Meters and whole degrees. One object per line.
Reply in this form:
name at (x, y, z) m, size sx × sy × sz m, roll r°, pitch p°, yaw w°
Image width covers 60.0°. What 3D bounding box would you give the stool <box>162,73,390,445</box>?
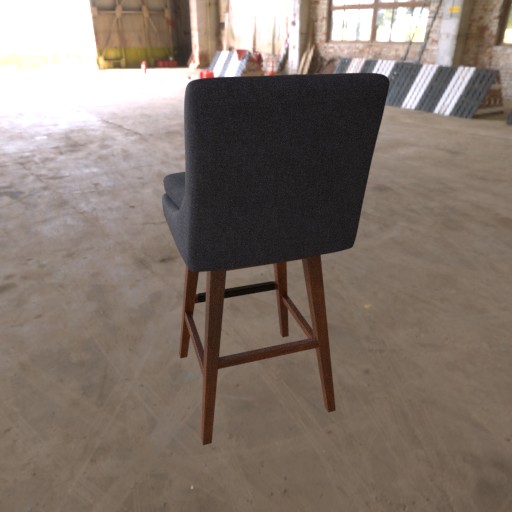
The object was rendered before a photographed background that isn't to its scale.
stool at (0.000, 0.000, 1.351) m, size 0.489 × 1.068 × 0.572 m, roll -8°, pitch 28°, yaw -16°
